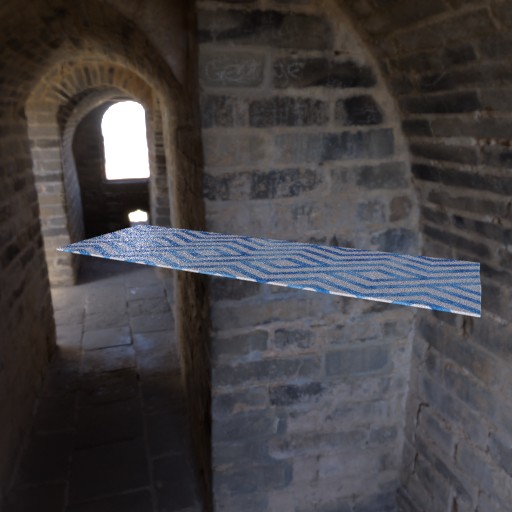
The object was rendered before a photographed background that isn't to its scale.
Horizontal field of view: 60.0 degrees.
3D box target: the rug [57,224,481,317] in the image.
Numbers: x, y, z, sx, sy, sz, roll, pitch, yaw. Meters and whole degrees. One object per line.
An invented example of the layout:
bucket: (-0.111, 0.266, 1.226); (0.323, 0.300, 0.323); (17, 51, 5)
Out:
rug: (0.000, 0.000, 1.637); (1.492, 0.007, 0.503); (8, 18, 25)
